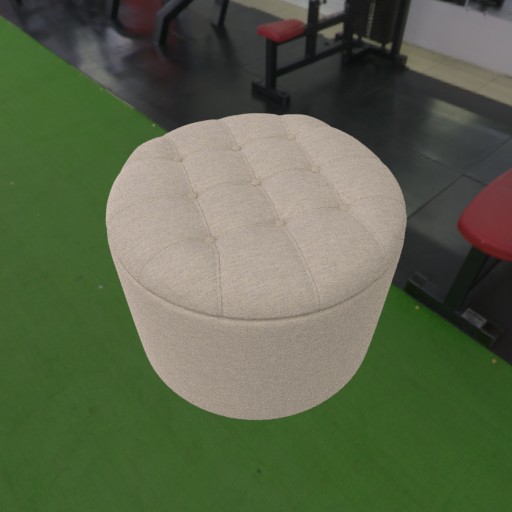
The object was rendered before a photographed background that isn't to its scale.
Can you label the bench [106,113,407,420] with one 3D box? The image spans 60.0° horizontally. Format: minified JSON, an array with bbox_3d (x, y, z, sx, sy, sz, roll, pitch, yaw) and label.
[{"bbox_3d":[0.000,0.000,1.019,0.600,0.454,0.600,0,46,0],"label":"bench"}]
